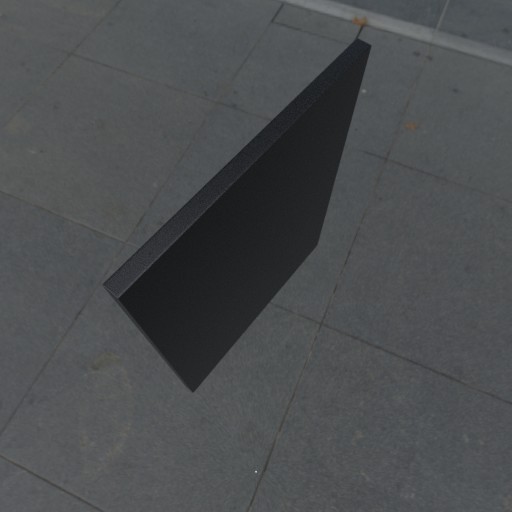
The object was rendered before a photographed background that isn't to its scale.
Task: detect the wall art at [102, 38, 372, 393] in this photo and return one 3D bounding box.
[{"bbox_3d":[0.000,0.000,1.598,0.053,1.194,0.950,36,69,16],"label":"wall art"}]
